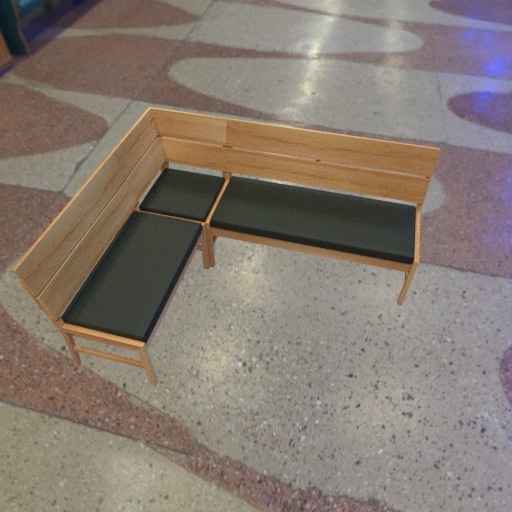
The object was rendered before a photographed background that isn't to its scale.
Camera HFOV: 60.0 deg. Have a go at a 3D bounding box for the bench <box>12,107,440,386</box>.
[{"bbox_3d":[0.000,0.000,2.729,1.948,0.890,1.548,11,48,10],"label":"bench"}]
